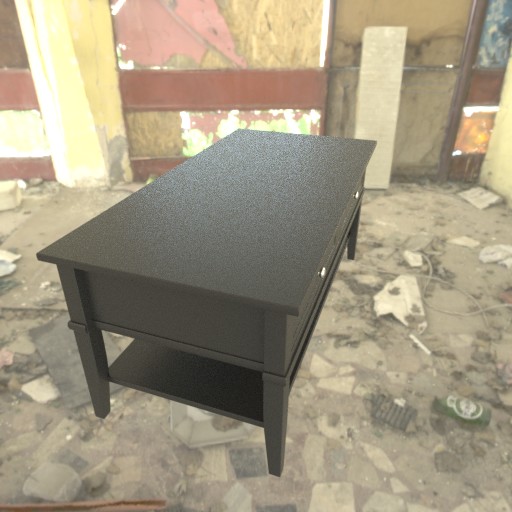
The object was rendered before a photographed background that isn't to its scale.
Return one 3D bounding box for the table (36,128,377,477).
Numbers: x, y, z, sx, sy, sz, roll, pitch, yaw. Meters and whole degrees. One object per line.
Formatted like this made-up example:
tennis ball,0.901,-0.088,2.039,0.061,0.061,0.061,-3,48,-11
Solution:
table,0.000,0.000,1.316,0.523,0.470,1.044,10,31,17
